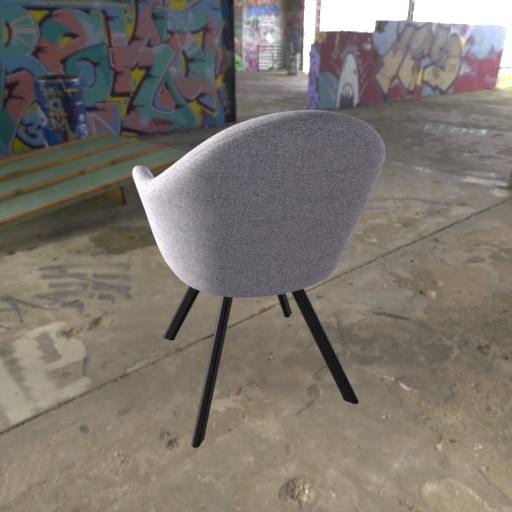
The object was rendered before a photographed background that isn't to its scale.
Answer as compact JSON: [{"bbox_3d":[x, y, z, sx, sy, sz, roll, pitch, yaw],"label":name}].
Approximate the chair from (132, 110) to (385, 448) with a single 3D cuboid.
[{"bbox_3d":[0.000,0.000,1.136,0.540,0.780,0.570,-9,27,-17],"label":"chair"}]
